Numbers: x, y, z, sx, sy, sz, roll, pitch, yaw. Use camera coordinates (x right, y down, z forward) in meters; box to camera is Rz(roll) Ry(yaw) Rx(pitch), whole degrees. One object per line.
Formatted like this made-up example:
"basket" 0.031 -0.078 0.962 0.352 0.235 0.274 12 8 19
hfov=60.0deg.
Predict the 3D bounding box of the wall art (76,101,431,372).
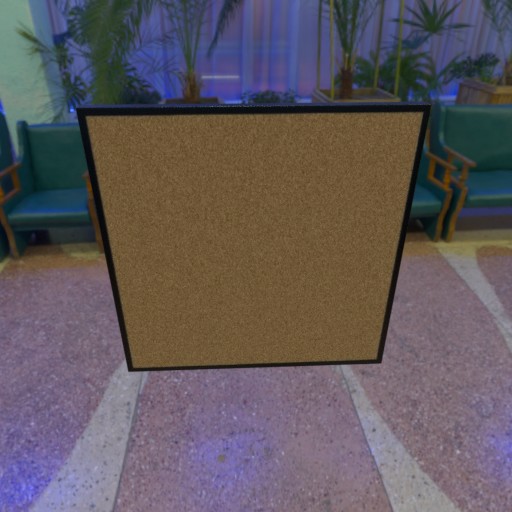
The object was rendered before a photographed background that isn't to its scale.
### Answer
"wall art" 0.000 0.000 0.529 0.349 0.349 0.014 -1 30 -2
